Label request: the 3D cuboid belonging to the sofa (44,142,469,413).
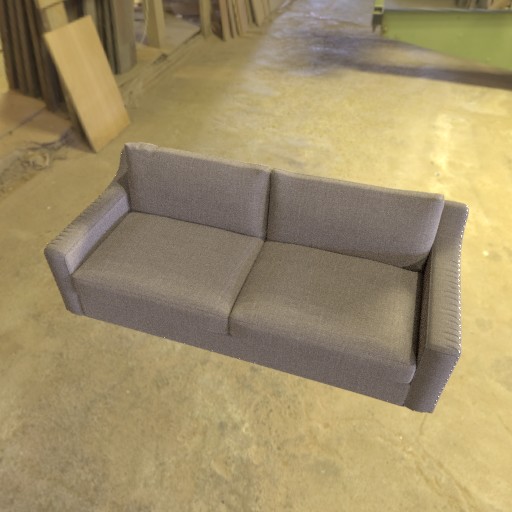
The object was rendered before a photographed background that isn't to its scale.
[{"bbox_3d":[0.000,0.000,2.595,2.208,0.857,1.000,13,43,14],"label":"sofa"}]
